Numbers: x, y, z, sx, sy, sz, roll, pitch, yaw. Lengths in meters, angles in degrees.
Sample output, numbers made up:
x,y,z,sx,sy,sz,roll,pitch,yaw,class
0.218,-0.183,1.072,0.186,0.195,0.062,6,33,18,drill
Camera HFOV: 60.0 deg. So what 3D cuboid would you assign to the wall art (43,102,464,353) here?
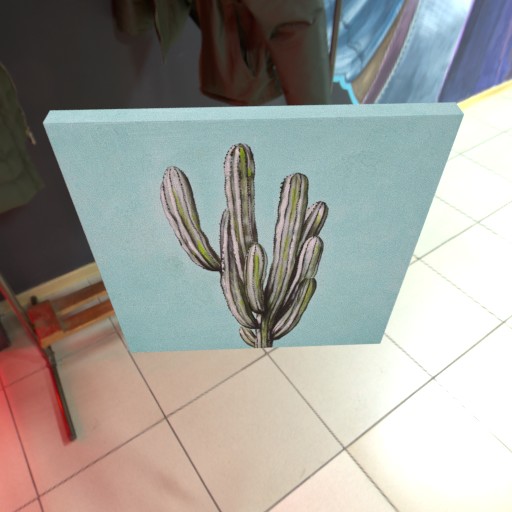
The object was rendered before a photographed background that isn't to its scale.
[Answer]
x,y,z,sx,sy,sz,roll,pitch,yaw,class
0.000,0.000,0.862,0.603,0.603,0.036,-2,46,-2,wall art
